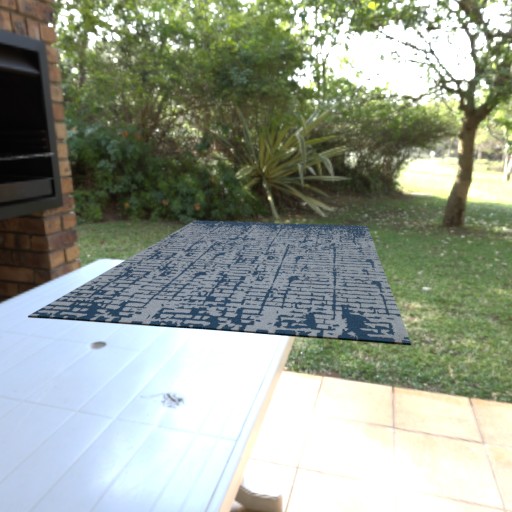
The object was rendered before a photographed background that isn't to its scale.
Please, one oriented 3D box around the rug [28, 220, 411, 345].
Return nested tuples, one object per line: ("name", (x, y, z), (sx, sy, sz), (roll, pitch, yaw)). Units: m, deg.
("rug", (0.000, 0.000, 2.238), (1.220, 0.007, 1.828), (3, 15, 10))
